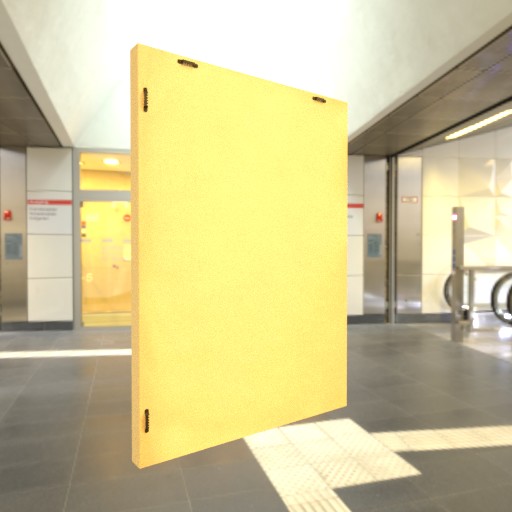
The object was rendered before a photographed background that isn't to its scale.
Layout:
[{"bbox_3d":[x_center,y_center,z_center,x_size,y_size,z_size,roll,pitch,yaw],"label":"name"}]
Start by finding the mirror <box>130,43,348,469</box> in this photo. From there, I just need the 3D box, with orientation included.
[{"bbox_3d":[0.000,0.000,0.900,0.507,0.710,0.040,-1,1,-36],"label":"mirror"}]
